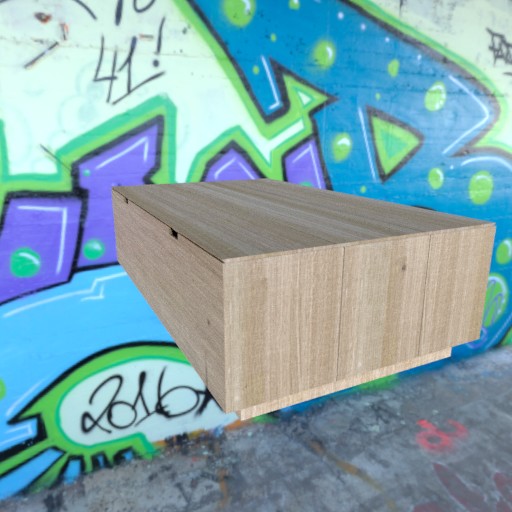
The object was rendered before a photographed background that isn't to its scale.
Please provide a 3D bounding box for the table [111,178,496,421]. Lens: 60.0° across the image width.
[{"bbox_3d":[0.000,0.000,1.396,0.678,0.353,1.110,-8,17,-25],"label":"table"}]
